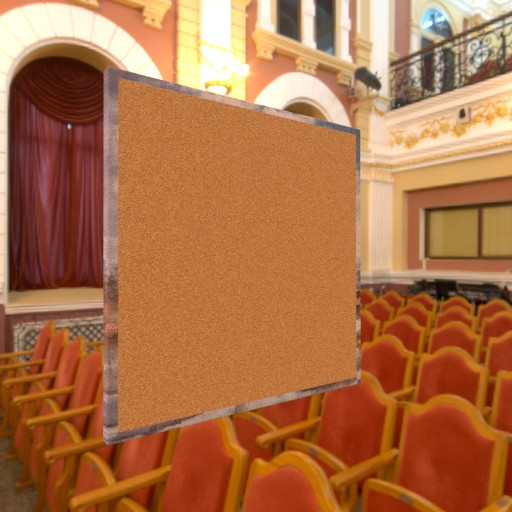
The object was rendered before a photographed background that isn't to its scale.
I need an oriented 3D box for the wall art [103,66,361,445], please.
[{"bbox_3d":[0.000,0.000,1.500,1.010,1.020,0.040,0,0,-36],"label":"wall art"}]
